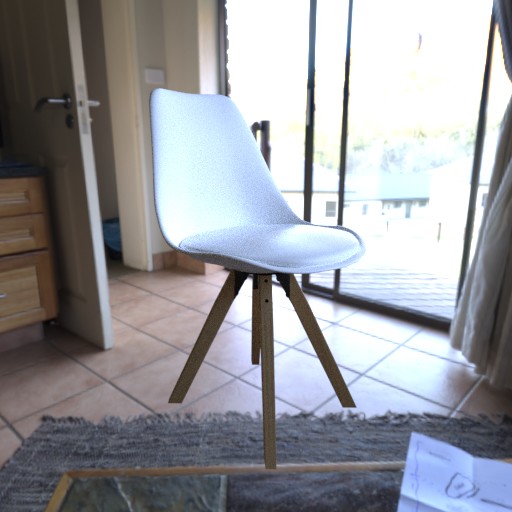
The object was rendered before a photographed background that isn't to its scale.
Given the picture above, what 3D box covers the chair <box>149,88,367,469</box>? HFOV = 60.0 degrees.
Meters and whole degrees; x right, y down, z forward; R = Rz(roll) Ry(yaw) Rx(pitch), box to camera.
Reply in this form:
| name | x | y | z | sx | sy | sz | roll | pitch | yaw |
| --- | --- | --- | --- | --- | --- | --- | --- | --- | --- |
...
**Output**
| name | x | y | z | sx | sy | sz | roll | pitch | yaw |
| --- | --- | --- | --- | --- | --- | --- | --- | --- | --- |
| chair | 0.000 | 0.000 | 1.160 | 0.550 | 0.849 | 0.485 | 13 | 19 | 42 |
